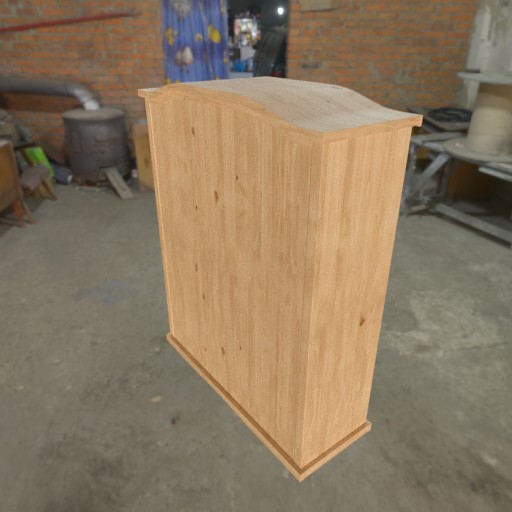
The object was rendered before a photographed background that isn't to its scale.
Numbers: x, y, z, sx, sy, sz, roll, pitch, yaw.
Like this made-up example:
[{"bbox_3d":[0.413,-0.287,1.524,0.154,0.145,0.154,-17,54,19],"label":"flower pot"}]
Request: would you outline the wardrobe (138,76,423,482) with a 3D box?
[{"bbox_3d":[0.000,0.000,2.570,0.570,1.870,1.500,-19,33,-33],"label":"wardrobe"}]
